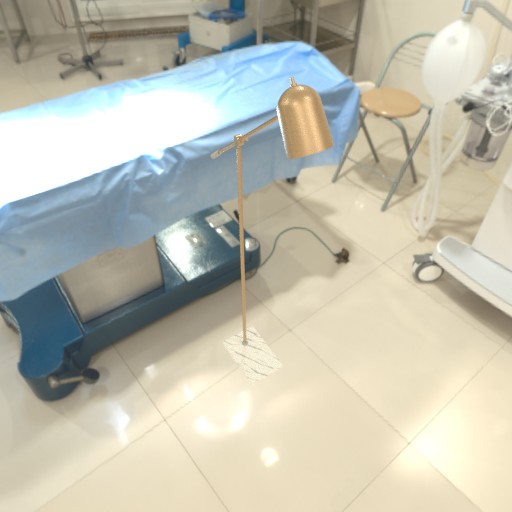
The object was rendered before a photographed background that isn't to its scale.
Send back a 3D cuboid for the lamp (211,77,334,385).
[{"bbox_3d":[0.000,0.000,1.796,0.194,1.594,0.653,-24,50,-22],"label":"lamp"}]
